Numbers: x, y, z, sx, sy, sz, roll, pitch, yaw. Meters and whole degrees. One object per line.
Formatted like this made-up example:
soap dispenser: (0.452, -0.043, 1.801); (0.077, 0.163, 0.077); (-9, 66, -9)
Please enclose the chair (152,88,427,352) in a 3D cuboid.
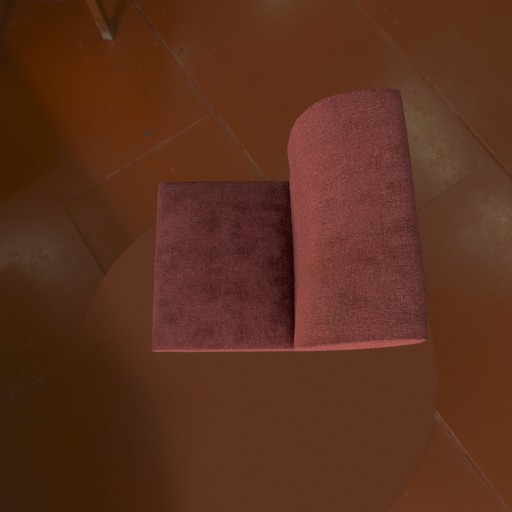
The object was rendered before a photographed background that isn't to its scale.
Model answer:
chair: (0.000, 0.000, 1.267); (0.640, 0.846, 0.538); (0, 76, 0)
